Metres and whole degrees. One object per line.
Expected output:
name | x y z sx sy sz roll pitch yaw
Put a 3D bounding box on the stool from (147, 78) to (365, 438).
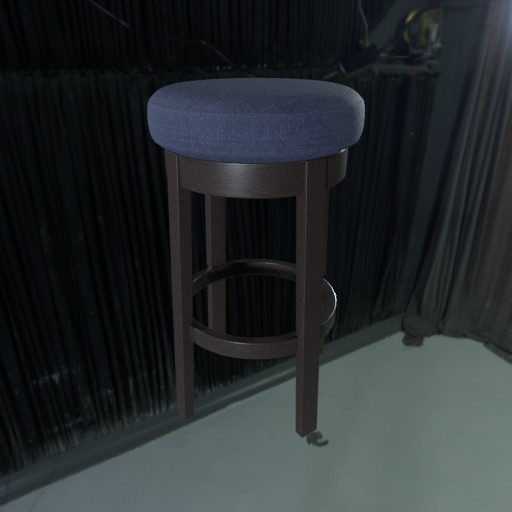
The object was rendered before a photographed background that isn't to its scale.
stool | 0.000 0.000 1.037 0.446 0.758 0.446 0 26 0
